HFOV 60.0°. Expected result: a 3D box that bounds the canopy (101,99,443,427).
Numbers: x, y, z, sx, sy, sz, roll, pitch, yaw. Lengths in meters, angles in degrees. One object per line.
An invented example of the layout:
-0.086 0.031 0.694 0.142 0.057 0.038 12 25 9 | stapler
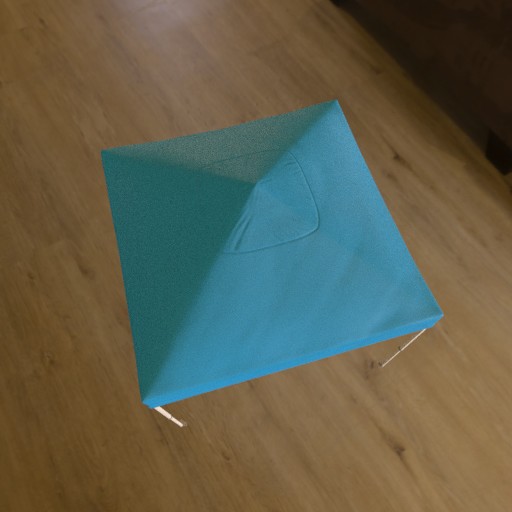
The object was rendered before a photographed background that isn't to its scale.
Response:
0.000 0.000 5.440 2.996 2.997 2.998 -14 65 -7 | canopy
